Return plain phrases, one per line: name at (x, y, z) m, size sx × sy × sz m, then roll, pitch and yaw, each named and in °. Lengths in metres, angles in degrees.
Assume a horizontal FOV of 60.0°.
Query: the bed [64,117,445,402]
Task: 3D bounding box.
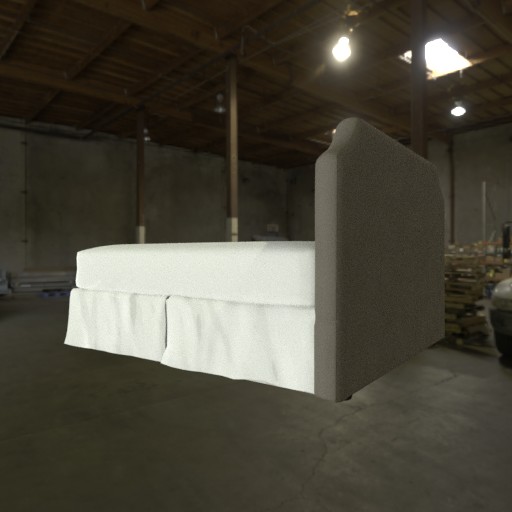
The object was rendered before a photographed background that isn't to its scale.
bed at (0.000, 0.000, 3.208) m, size 2.181 × 1.297 × 1.831 m, roll 0°, pitch 0°, yaw 36°
